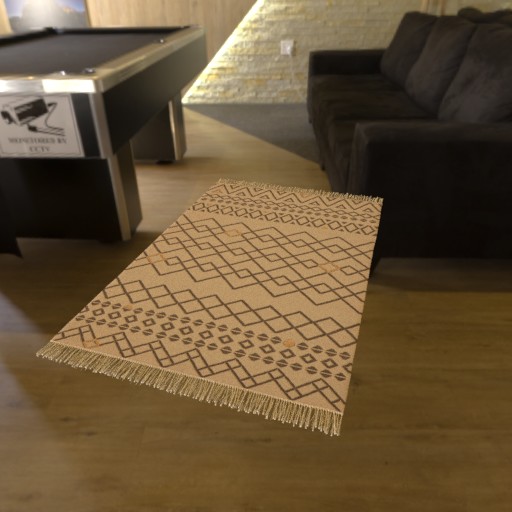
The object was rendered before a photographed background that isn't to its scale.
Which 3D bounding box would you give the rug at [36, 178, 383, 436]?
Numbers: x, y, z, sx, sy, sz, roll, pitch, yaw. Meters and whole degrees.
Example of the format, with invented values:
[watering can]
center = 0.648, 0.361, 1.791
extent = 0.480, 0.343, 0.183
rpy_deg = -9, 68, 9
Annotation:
[rug]
center = 0.000, 0.000, 2.433
extent = 1.224, 0.028, 2.023
rpy_deg = 10, 33, 15
